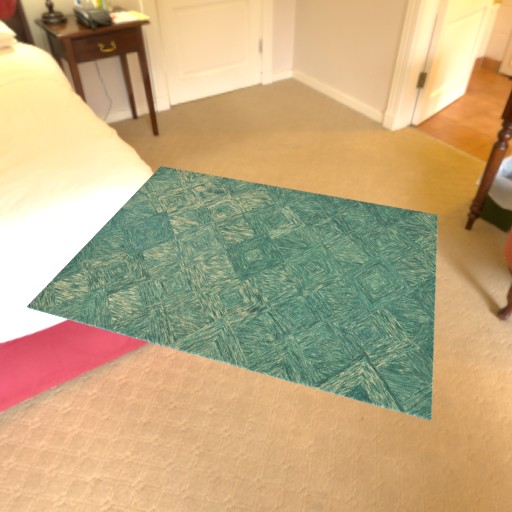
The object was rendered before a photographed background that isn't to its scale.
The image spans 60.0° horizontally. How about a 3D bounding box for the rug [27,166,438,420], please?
[{"bbox_3d":[0.000,0.000,4.156,3.217,0.027,2.405,12,43,13],"label":"rug"}]
